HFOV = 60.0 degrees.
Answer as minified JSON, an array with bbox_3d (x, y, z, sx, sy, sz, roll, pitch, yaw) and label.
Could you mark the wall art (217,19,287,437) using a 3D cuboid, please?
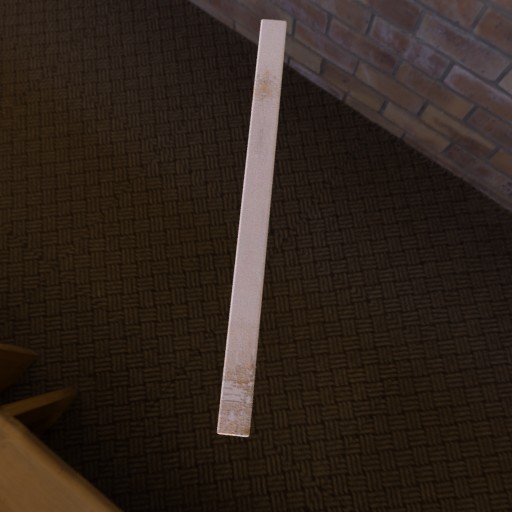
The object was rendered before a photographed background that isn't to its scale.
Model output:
[{"bbox_3d":[0.000,0.000,0.916,0.040,0.613,0.611,5,76,1],"label":"wall art"}]
